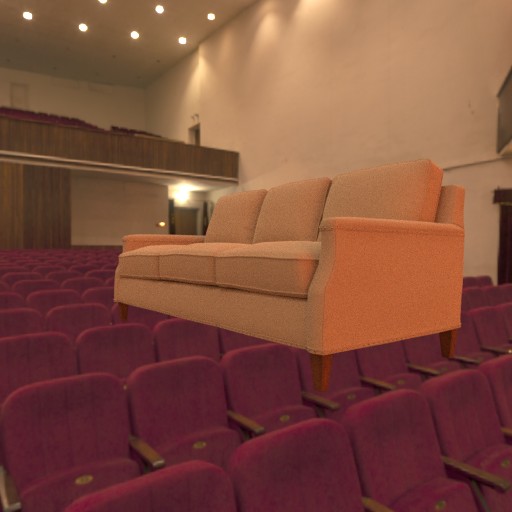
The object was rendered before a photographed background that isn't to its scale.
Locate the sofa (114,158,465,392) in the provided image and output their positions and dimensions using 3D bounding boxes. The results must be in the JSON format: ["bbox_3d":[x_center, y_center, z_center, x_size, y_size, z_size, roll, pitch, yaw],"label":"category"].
[{"bbox_3d":[0.000,0.000,2.811,1.084,1.003,2.246,0,1,-37],"label":"sofa"}]
